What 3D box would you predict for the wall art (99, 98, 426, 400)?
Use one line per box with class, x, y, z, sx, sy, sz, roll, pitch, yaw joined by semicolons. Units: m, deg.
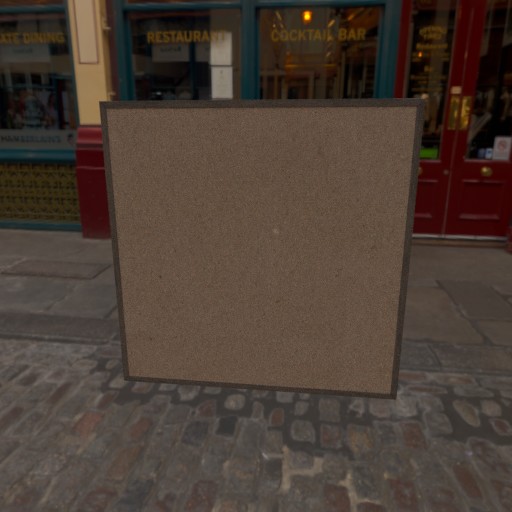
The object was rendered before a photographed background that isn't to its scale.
wall art;0.000;0.000;1.148;0.762;0.762;0.038;2;16;7
